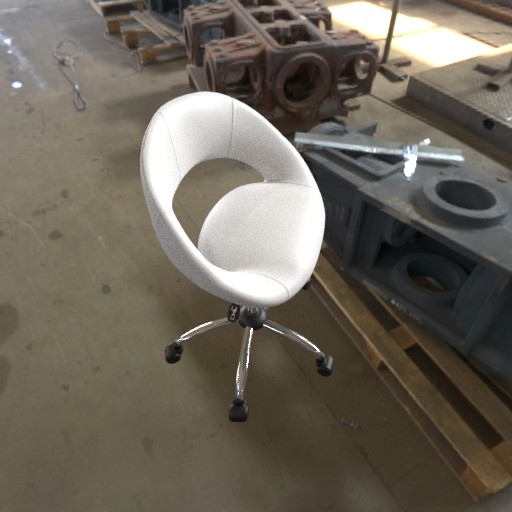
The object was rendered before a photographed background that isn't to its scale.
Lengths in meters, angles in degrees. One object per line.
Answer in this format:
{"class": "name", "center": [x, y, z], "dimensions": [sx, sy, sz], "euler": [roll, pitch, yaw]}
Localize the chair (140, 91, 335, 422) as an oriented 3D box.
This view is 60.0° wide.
{"class": "chair", "center": [0.000, 0.000, 1.213], "dimensions": [0.538, 0.791, 0.612], "euler": [11, 47, 10]}
